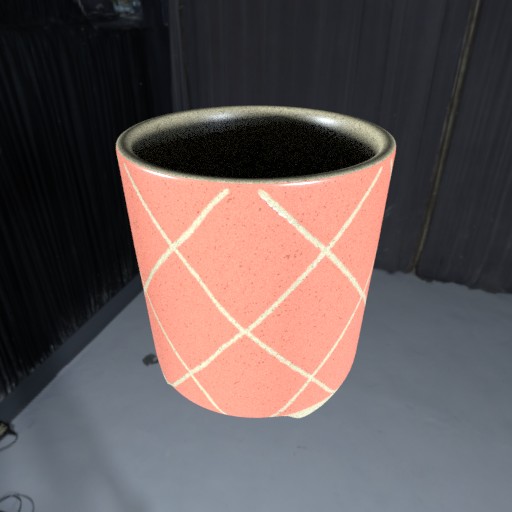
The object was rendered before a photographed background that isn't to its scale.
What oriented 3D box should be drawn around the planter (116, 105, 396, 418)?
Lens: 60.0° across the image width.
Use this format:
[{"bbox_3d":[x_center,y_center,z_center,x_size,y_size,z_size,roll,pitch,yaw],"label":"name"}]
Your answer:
[{"bbox_3d":[0.000,0.000,0.362,0.191,0.200,0.191,0,30,0],"label":"planter"}]
